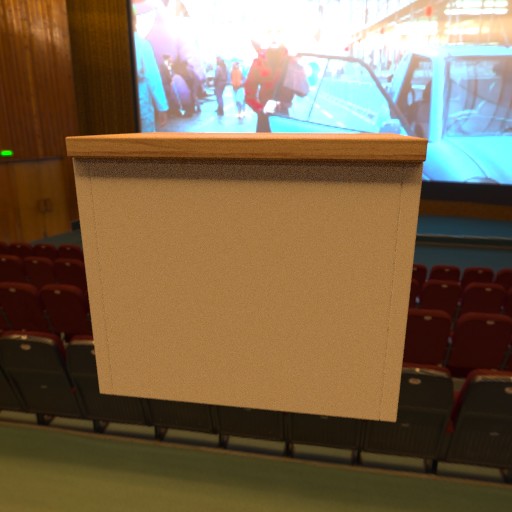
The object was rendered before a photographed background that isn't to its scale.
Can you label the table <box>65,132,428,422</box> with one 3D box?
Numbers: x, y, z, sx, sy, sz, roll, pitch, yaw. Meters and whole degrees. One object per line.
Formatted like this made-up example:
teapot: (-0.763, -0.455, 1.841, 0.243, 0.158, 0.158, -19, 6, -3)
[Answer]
table: (0.000, 0.000, 0.832, 0.500, 0.440, 0.360, 3, 17, 9)
